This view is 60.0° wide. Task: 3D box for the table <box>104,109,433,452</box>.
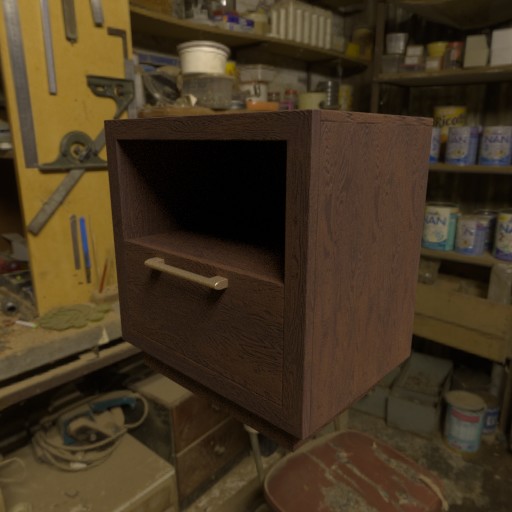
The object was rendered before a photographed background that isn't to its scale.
[{"bbox_3d":[0.000,0.000,0.988,0.560,0.585,0.439,14,20,41],"label":"table"}]
